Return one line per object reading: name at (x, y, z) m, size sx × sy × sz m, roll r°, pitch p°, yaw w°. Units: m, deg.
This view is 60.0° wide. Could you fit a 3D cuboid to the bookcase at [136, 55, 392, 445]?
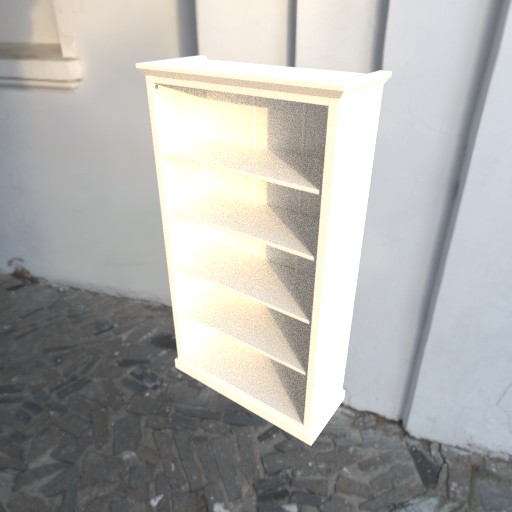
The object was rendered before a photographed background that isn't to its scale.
bookcase at (0.000, 0.000, 2.381) m, size 1.050 × 1.880 × 0.432 m, roll 20°, pitch 35°, yaw 30°
